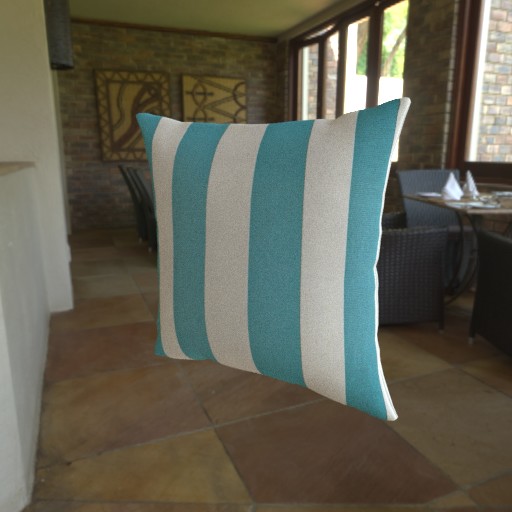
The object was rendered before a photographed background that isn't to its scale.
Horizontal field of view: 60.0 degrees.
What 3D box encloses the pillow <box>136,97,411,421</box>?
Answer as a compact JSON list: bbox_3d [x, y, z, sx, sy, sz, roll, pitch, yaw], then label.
[{"bbox_3d":[0.000,0.000,0.812,0.536,0.526,0.189,6,14,26],"label":"pillow"}]
